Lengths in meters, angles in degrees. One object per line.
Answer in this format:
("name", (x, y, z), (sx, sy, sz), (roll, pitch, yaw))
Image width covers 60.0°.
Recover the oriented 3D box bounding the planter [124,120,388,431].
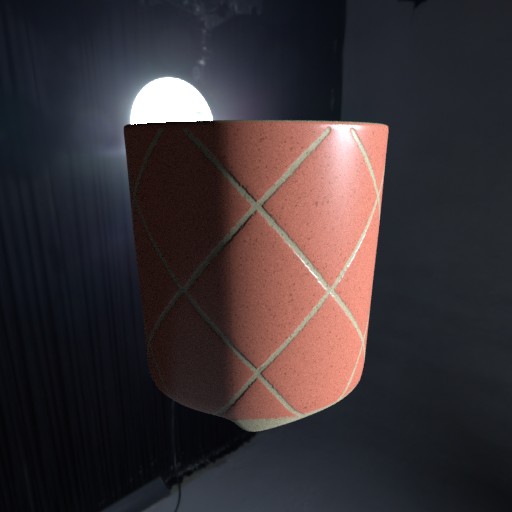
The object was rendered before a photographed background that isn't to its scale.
("planter", (0.000, 0.000, 0.356), (0.191, 0.200, 0.191), (0, 14, 0))
